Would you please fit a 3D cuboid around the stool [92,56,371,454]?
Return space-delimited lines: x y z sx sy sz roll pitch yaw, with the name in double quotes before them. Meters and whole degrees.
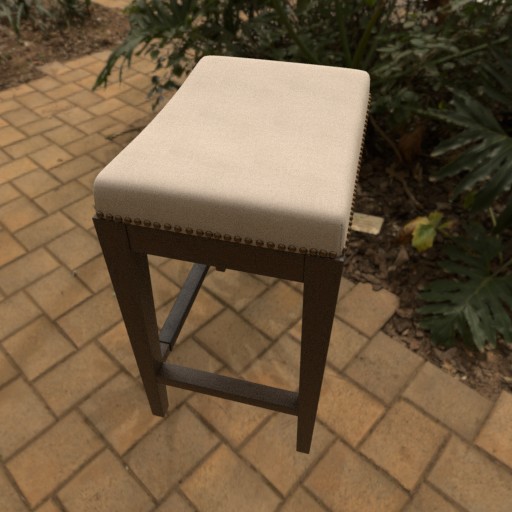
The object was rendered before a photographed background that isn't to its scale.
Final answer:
"stool" 0.000 0.000 0.933 0.361 0.642 0.500 10 45 10
